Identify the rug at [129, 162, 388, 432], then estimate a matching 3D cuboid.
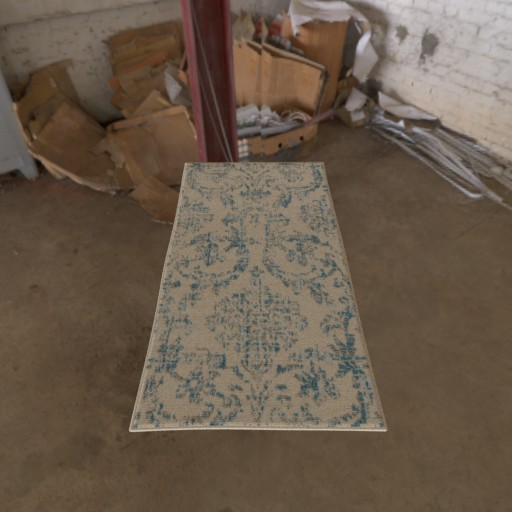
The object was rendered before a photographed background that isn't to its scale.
[{"bbox_3d":[0.000,0.000,1.483,0.605,0.007,1.220,0,42,0],"label":"rug"}]
